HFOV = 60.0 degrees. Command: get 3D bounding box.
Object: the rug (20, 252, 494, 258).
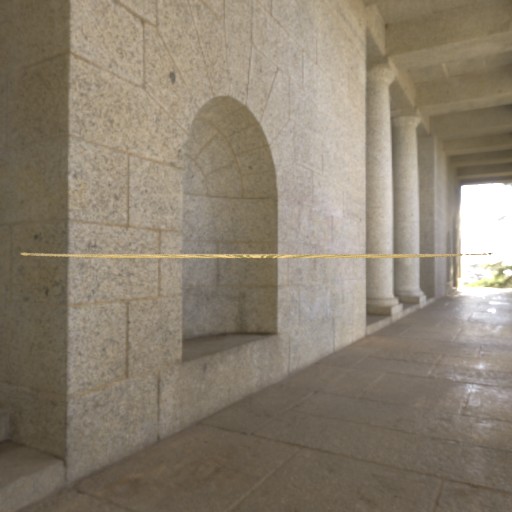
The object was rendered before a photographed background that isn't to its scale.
[{"bbox_3d":[0.000,0.000,2.303,1.875,0.013,1.162,0,-1,0],"label":"rug"}]
